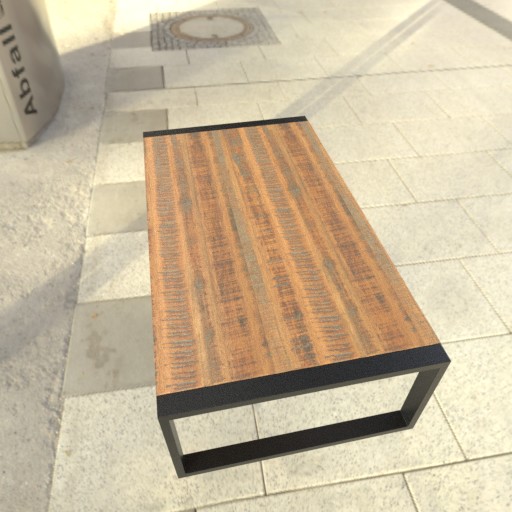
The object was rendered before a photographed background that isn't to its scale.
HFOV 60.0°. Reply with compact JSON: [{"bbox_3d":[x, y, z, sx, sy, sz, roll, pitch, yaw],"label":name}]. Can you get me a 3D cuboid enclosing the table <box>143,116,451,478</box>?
[{"bbox_3d":[0.000,0.000,1.697,0.750,0.400,1.350,-8,45,-8],"label":"table"}]
